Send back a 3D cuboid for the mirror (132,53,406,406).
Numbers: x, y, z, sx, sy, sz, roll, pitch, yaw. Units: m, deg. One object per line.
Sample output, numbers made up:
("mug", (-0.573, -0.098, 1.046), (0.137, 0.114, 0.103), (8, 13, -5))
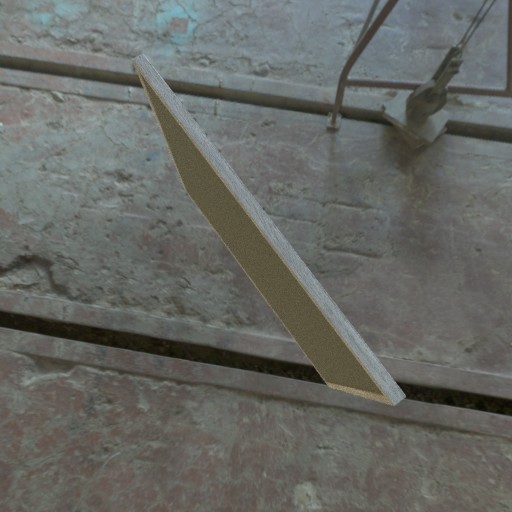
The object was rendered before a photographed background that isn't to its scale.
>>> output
("mirror", (0.000, 0.000, 1.167), (0.028, 0.689, 0.839), (-35, 79, -8))
